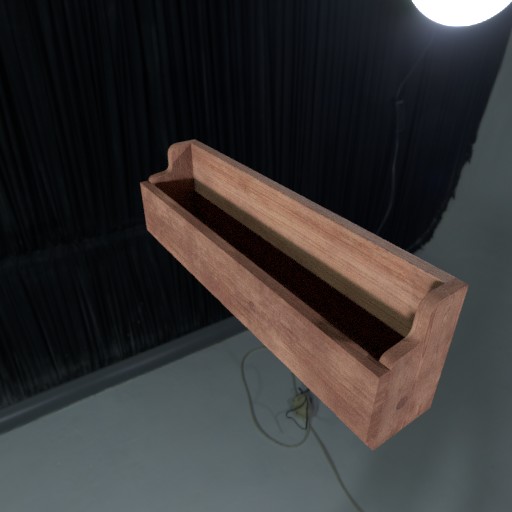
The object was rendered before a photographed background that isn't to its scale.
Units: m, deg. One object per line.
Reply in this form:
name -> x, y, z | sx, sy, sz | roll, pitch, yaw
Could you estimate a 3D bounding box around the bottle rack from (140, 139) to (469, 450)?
bottle rack -> 0.000, 0.000, 0.702 | 0.126, 0.196, 0.608 | -20, 37, -29
